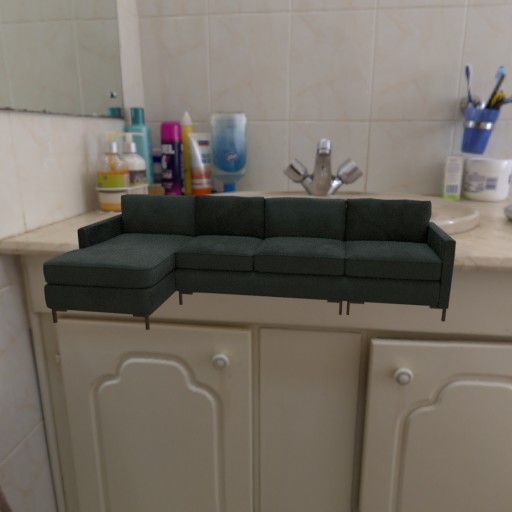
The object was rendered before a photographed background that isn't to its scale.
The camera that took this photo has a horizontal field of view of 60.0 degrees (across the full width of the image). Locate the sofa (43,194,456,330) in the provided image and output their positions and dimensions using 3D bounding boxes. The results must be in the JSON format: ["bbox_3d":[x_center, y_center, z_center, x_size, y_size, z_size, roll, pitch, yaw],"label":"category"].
[{"bbox_3d":[0.000,0.000,4.110,3.400,0.967,1.500,3,15,10],"label":"sofa"}]
